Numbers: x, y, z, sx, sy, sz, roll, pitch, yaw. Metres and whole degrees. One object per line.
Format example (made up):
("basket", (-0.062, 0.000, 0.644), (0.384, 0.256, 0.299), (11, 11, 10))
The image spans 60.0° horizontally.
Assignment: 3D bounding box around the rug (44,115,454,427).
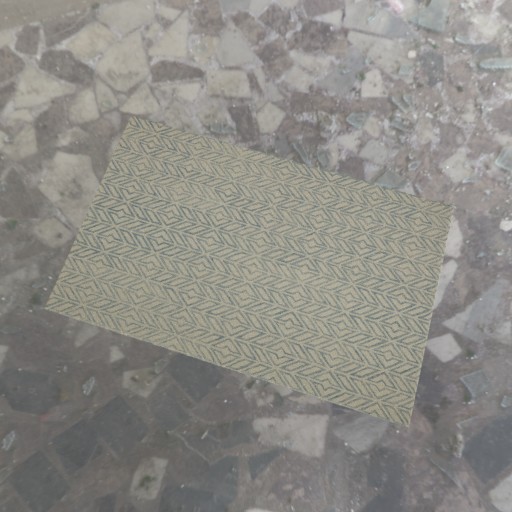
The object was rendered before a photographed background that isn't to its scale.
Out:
("rug", (0.000, 0.000, 3.019), (2.441, 0.008, 1.526), (17, 75, 5))
